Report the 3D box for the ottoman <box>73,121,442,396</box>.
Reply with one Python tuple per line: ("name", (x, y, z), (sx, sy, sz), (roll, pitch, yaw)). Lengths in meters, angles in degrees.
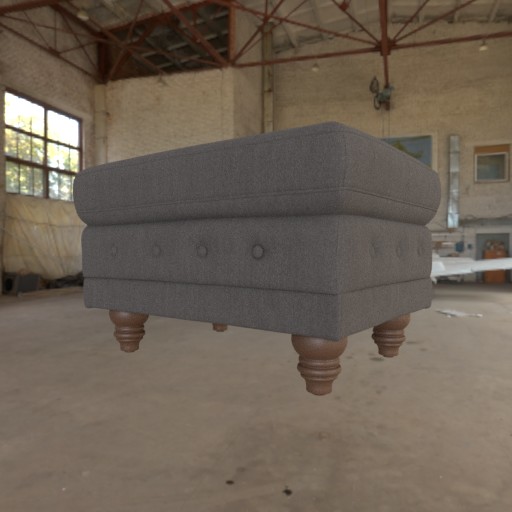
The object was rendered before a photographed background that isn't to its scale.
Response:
("ottoman", (0.000, 0.000, 1.129), (0.771, 0.500, 0.569), (1, 1, 37))
